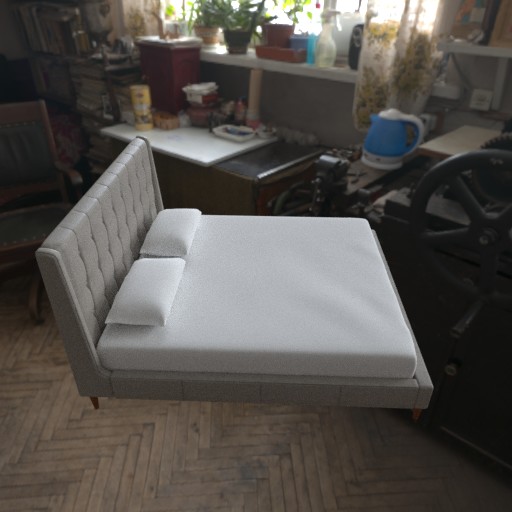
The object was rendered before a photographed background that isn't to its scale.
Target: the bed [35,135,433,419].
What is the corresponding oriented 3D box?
[{"bbox_3d":[0.000,0.000,3.535,2.342,1.289,2.062,1,33,2],"label":"bed"}]
